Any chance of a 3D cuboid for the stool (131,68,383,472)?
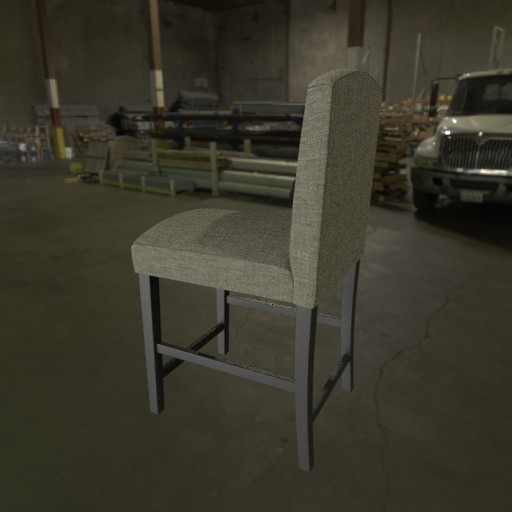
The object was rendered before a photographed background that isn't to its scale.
[{"bbox_3d":[0.000,0.000,1.265,0.552,0.966,0.451,9,20,26],"label":"stool"}]
